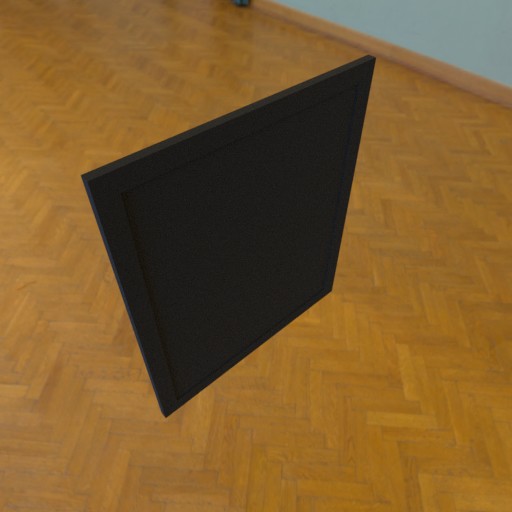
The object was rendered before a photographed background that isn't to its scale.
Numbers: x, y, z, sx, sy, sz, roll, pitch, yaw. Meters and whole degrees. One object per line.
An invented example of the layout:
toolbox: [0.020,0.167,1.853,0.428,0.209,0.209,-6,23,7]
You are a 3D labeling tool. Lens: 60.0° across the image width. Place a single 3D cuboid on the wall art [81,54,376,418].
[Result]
wall art: [0.000,0.000,0.500,0.311,0.361,0.010,-32,54,-28]
